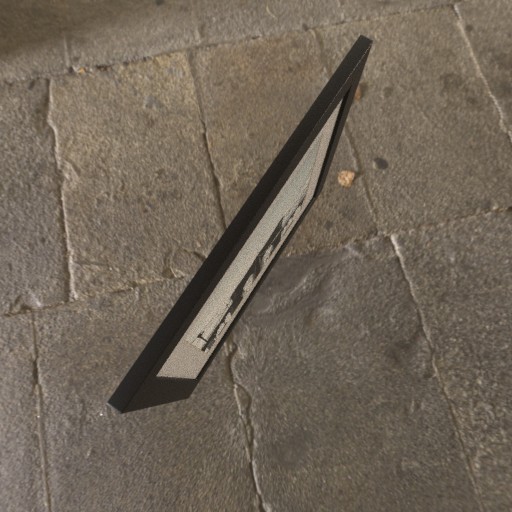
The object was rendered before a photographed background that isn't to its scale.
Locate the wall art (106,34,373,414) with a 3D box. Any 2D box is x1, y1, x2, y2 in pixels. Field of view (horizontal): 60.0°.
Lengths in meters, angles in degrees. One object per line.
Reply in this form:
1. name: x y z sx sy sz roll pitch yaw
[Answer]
1. wall art: 0.000 0.000 0.709 0.018 0.450 0.521 31 76 8
